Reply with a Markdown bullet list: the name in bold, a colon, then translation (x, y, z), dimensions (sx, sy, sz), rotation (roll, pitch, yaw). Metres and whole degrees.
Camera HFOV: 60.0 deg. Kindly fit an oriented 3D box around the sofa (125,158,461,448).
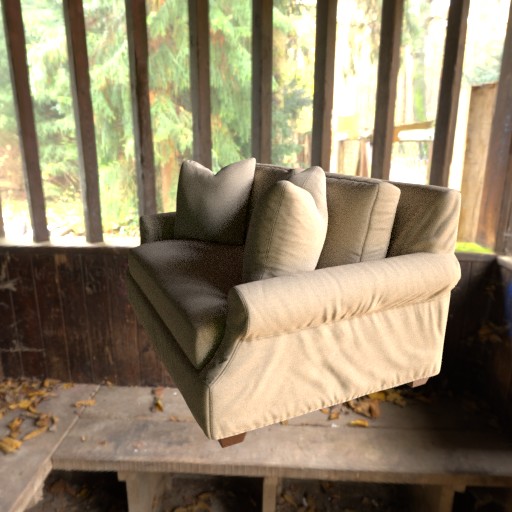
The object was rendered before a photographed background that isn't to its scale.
- **sofa**: translation (0.000, 0.000, 2.159), dimensions (1.070, 0.905, 1.550), rotation (-7, 17, -25)
